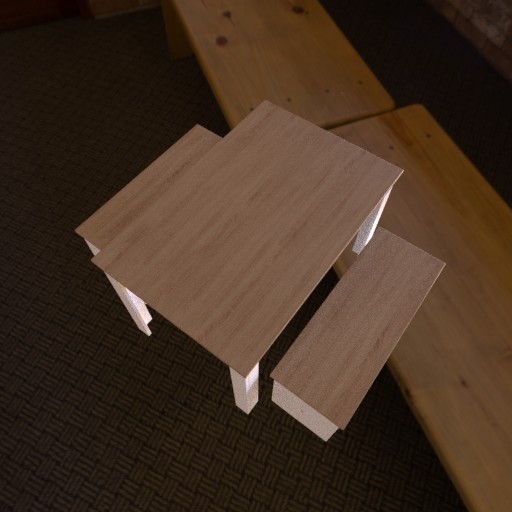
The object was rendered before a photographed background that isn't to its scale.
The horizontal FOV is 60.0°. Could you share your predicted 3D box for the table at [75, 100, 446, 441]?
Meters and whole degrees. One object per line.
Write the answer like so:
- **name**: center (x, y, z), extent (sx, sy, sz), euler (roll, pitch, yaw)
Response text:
- **table**: center (0.000, 0.000, 2.070), extent (1.443, 0.700, 1.100), euler (33, 65, 18)
